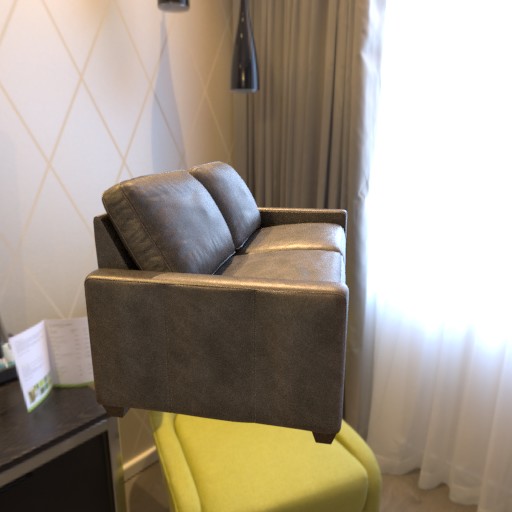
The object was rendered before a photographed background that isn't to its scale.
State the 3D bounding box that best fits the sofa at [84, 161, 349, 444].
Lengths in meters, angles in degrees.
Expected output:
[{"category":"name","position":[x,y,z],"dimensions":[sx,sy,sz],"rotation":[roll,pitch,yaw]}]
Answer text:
[{"category":"sofa","position":[0.000,0.000,2.330],"dimensions":[0.939,0.916,1.732],"rotation":[3,15,11]}]
